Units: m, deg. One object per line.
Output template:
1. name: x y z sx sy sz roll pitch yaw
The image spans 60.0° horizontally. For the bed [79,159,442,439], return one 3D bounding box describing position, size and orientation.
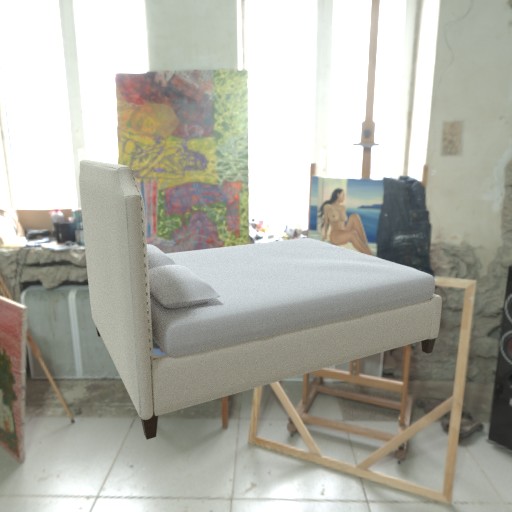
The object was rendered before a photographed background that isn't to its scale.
1. bed: 0.000 0.000 3.507 2.372 1.497 1.712 -7 16 -27
